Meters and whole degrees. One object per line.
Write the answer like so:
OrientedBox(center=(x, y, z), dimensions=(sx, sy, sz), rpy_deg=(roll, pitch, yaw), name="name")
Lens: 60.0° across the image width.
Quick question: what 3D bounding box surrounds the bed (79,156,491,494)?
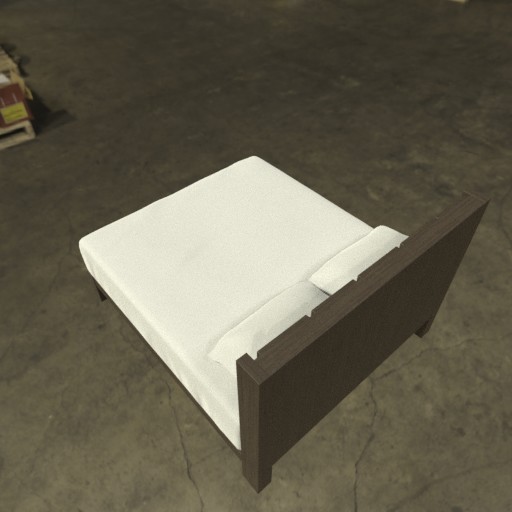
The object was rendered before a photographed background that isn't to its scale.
OrientedBox(center=(0.000, 0.000, 3.040), dimensions=(1.735, 1.261, 1.992), rpy_deg=(-32, 53, -28), name="bed")
